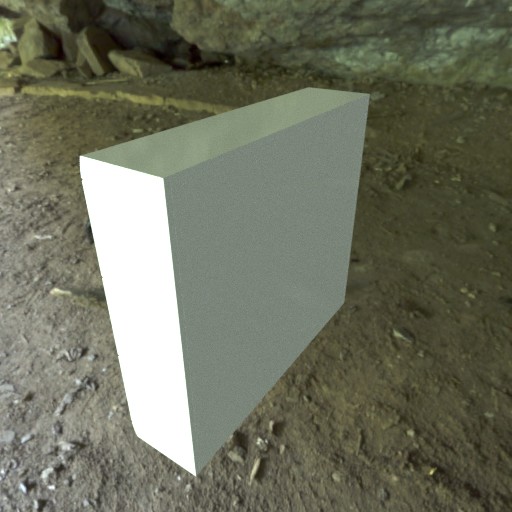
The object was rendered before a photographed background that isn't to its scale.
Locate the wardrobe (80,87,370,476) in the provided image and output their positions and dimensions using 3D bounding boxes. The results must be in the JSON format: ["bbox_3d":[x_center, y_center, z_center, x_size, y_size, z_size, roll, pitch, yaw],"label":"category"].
[{"bbox_3d":[0.000,0.000,1.952,0.360,1.200,1.340,19,35,29],"label":"wardrobe"}]
